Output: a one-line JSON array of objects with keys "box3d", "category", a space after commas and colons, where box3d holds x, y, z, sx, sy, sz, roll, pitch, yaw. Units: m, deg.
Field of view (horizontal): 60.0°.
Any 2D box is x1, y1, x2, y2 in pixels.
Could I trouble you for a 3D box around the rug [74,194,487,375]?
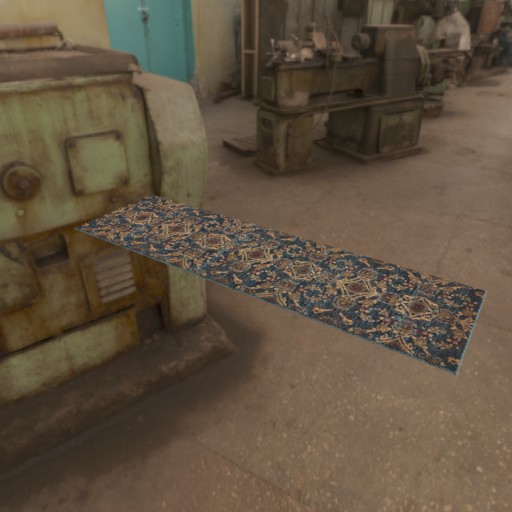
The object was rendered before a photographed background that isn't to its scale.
[{"box3d": [0.000, 0.000, 2.492, 2.292, 0.014, 0.685, 18, 35, 28], "category": "rug"}]
